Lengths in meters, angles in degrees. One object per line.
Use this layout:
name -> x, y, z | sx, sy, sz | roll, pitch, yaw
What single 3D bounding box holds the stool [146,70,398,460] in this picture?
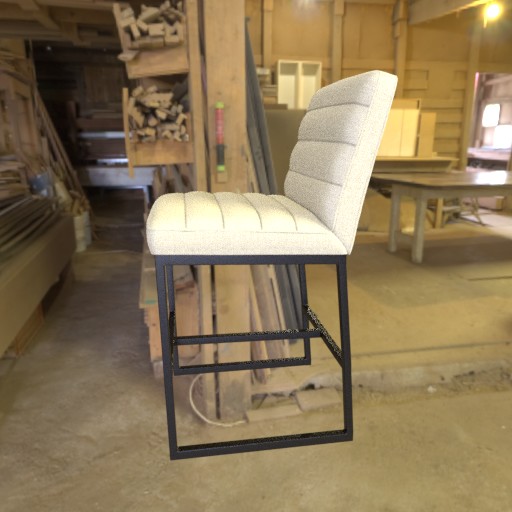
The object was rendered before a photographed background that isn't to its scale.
stool -> 0.000, 0.000, 1.249 | 0.560, 0.940, 0.460 | -2, 15, -9
